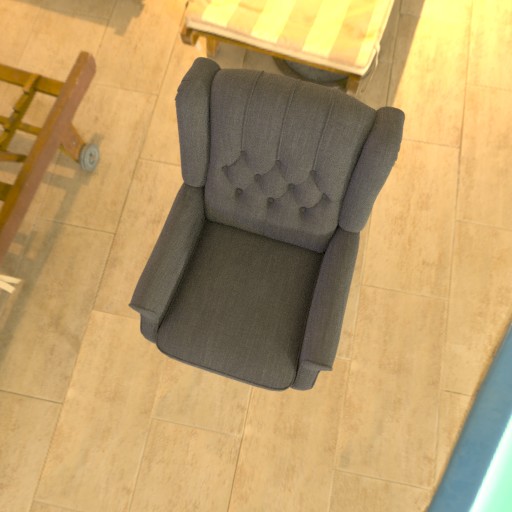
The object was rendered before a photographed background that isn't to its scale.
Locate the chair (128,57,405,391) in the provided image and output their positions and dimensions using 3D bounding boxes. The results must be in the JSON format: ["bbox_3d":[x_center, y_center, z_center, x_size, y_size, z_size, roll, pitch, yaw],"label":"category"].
[{"bbox_3d":[0.000,0.000,1.657,0.742,1.035,0.898,17,75,5],"label":"chair"}]
